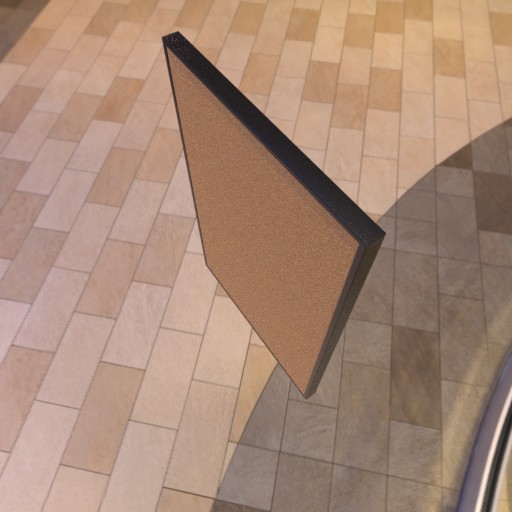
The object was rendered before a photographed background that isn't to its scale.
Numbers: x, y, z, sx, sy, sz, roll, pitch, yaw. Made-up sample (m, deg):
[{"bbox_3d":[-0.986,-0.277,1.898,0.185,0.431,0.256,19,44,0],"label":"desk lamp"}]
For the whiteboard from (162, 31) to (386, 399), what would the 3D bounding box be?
[{"bbox_3d":[0.000,0.000,0.773,0.026,0.611,0.406,-31,64,-17],"label":"whiteboard"}]
